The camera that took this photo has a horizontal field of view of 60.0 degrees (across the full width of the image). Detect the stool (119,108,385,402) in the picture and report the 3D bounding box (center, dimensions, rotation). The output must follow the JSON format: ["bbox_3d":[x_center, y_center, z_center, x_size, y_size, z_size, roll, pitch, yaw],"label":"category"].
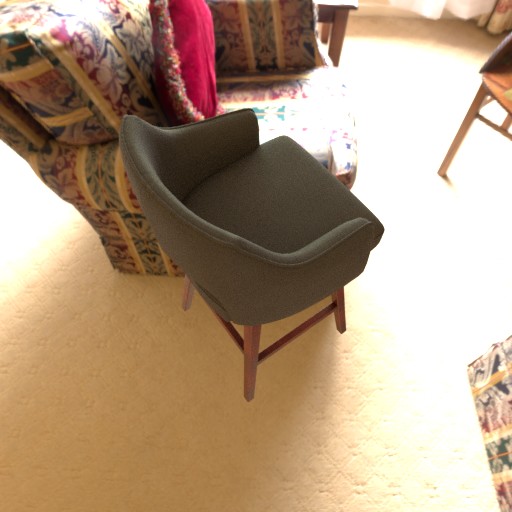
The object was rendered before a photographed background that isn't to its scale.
[{"bbox_3d":[0.000,0.000,1.351,0.558,1.012,0.548,-31,63,-18],"label":"stool"}]
